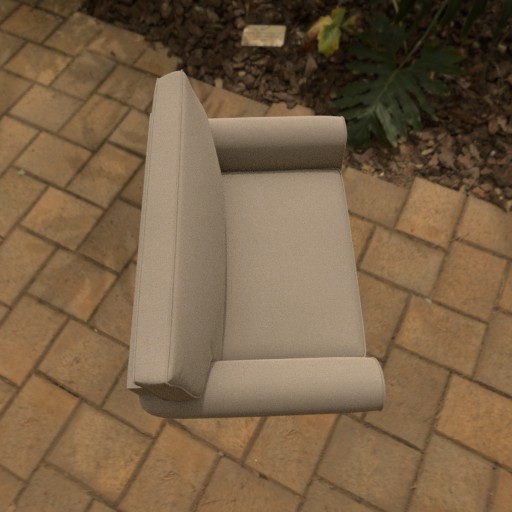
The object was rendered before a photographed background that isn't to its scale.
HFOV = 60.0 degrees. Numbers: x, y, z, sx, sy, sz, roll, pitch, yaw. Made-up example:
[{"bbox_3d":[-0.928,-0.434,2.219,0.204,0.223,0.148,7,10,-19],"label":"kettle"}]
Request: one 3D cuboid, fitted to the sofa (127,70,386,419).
[{"bbox_3d":[0.000,0.000,2.032,0.937,1.006,1.405,-2,65,-1],"label":"sofa"}]
